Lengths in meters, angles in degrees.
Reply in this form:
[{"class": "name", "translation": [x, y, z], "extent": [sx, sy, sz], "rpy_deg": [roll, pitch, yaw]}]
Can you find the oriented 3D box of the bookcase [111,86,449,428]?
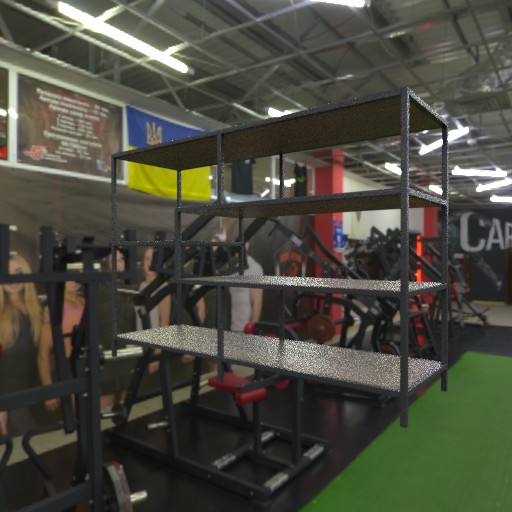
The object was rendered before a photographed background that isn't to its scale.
[{"class": "bookcase", "translation": [0.000, 0.000, 1.497], "extent": [1.140, 0.780, 0.350], "rpy_deg": [0, 1, 38]}]
